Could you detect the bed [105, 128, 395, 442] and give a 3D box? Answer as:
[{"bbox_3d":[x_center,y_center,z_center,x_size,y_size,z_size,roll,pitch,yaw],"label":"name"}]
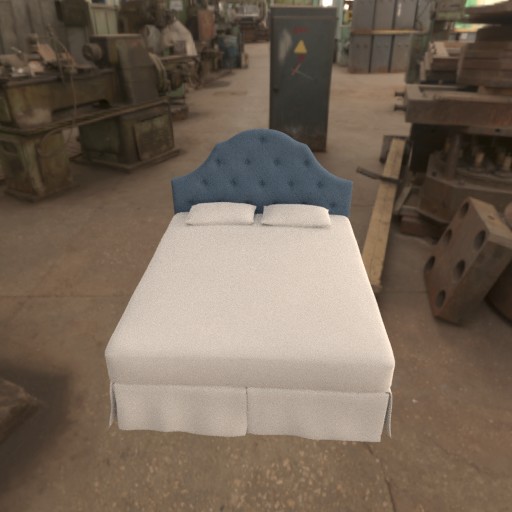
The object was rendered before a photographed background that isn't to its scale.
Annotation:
[{"bbox_3d":[0.000,0.000,3.842,2.039,1.617,2.477,1,29,2],"label":"bed"}]
